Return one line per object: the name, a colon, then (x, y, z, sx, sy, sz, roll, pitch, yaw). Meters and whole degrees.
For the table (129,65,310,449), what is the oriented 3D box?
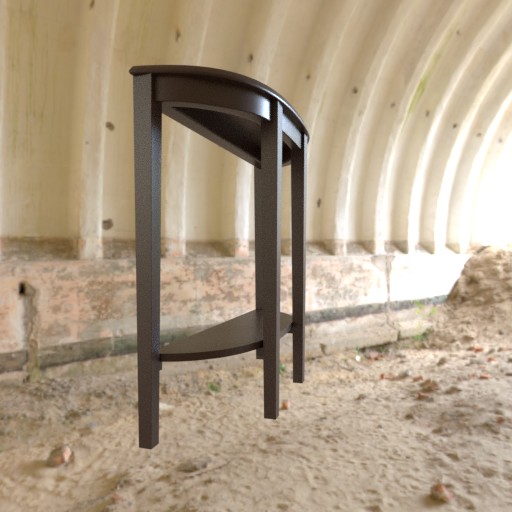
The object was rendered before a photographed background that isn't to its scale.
table: (0.000, 0.000, 1.337, 0.274, 0.831, 0.909, 0, 1, 18)
